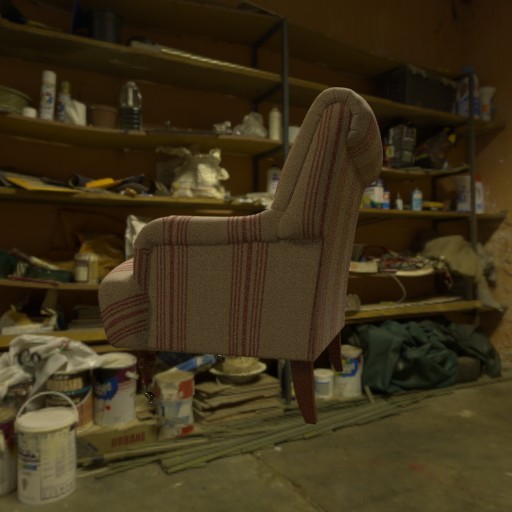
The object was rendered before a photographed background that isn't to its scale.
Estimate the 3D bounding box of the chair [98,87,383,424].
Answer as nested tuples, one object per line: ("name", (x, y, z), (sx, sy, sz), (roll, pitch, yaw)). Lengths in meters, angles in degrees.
("chair", (0.000, 0.000, 1.935), (1.058, 1.123, 0.933), (0, -1, 18))
